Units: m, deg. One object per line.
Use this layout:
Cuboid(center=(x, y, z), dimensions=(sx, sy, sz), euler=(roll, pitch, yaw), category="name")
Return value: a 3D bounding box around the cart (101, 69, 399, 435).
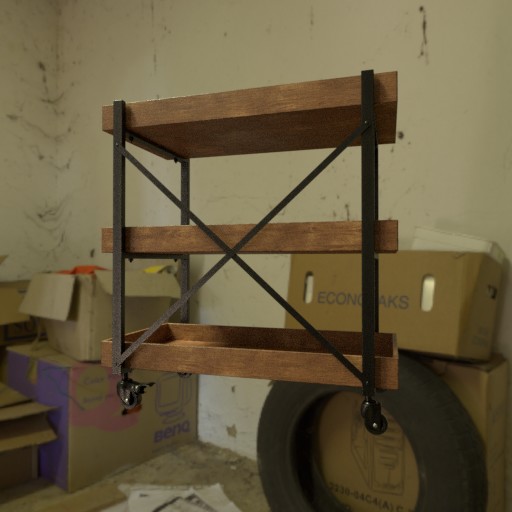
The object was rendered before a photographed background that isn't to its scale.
Cuboid(center=(0.000, 0.000, 1.236), dimensions=(0.750, 0.800, 0.411), euler=(0, -1, 17), category="cart")
